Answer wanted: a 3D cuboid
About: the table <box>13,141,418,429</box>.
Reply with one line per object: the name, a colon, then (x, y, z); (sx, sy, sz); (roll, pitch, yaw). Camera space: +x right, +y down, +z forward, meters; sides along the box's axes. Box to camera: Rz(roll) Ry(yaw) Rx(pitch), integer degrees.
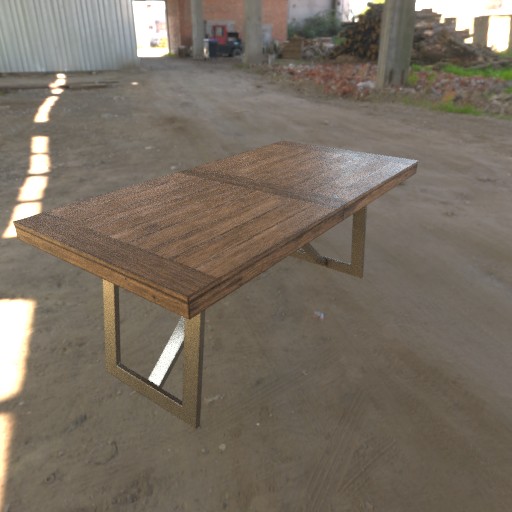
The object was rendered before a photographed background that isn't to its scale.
table: (0.000, 0.000, 2.286); (0.931, 0.757, 1.867); (18, 31, 32)
